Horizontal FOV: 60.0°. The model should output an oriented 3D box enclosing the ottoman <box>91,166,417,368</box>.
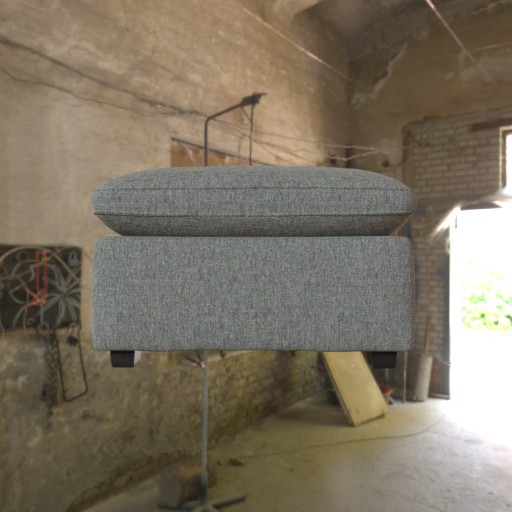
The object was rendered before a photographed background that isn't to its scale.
[{"bbox_3d":[0.000,0.000,1.346,0.694,0.451,0.977,0,1,1],"label":"ottoman"}]
